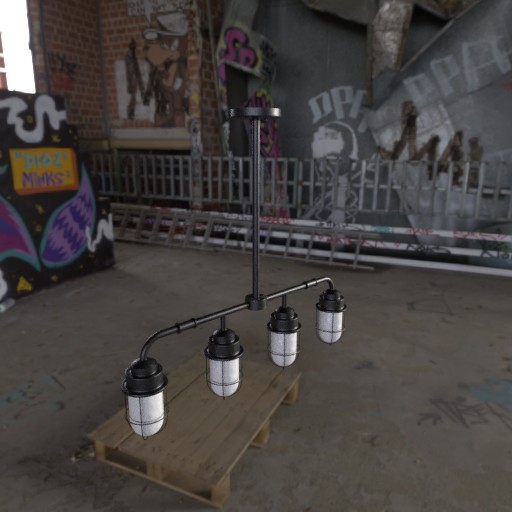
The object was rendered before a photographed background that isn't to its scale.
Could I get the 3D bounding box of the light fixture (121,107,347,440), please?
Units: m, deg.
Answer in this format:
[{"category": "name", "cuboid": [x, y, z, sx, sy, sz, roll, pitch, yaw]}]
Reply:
[{"category": "light fixture", "cuboid": [0.000, 0.000, 1.249, 0.852, 0.785, 0.131, -13, 19, -43]}]
